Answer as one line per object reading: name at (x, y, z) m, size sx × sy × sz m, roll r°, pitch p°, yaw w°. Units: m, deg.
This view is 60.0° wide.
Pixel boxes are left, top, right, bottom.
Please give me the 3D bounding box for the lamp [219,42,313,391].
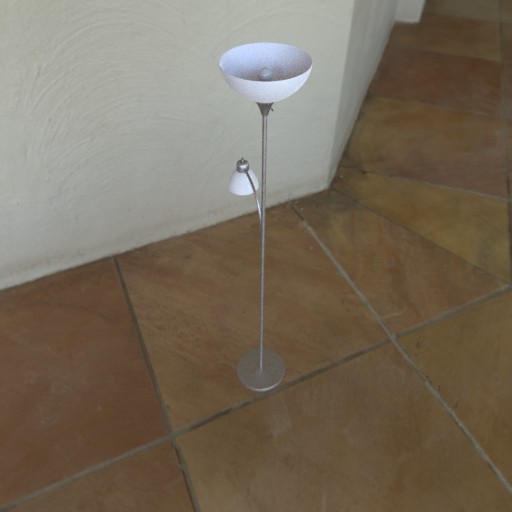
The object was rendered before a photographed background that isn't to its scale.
lamp at (0.000, 0.000, 1.989) m, size 0.279 × 1.804 × 0.425 m, roll -16°, pitch 49°, yaw -14°
